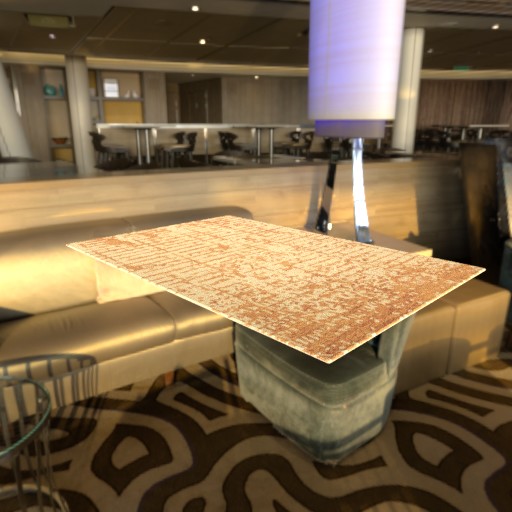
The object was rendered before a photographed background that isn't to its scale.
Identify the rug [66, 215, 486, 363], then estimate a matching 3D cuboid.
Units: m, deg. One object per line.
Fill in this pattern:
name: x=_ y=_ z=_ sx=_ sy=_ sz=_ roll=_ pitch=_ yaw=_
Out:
rug: x=0.000 y=0.000 z=2.288 sx=1.219 sy=0.011 sz=1.829 roll=-15 pitch=22 yaw=-42
